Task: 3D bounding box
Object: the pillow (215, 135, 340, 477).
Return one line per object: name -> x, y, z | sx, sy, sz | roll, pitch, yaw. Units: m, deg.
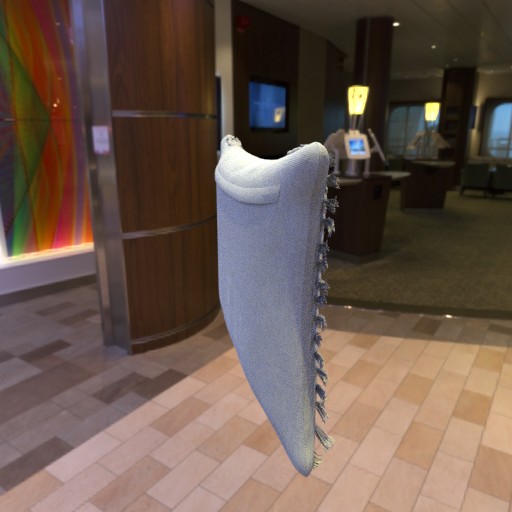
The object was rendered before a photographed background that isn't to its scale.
pillow -> 0.000, 0.000, 0.583 | 0.084, 0.305, 0.466 | -3, 16, -11
